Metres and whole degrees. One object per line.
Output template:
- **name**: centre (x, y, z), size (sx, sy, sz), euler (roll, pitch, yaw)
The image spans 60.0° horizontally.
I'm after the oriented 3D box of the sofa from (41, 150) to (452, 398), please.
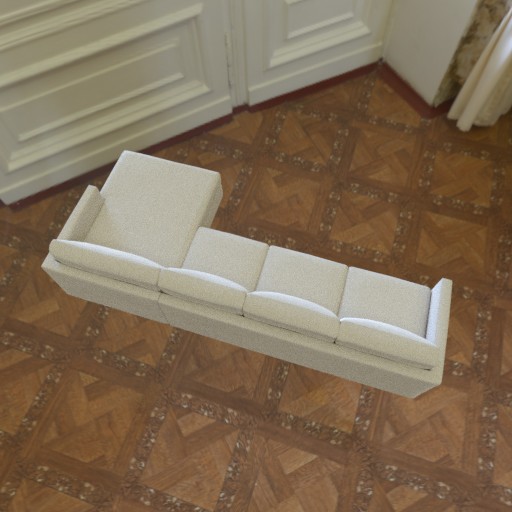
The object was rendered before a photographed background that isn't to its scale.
- **sofa**: centre (0.000, 0.000, 4.199), size (3.471, 0.954, 1.599), euler (15, 64, 8)
